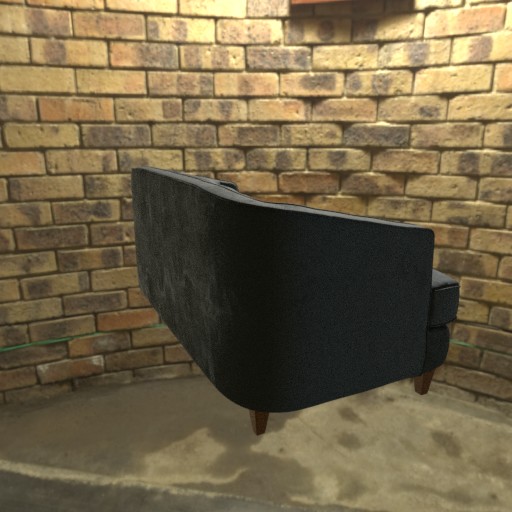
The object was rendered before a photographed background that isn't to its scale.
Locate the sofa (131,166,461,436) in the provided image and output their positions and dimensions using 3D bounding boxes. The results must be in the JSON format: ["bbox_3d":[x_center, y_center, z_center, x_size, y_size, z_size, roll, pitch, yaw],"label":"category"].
[{"bbox_3d":[0.000,0.000,2.218,0.941,0.854,1.733,-8,17,-26],"label":"sofa"}]
